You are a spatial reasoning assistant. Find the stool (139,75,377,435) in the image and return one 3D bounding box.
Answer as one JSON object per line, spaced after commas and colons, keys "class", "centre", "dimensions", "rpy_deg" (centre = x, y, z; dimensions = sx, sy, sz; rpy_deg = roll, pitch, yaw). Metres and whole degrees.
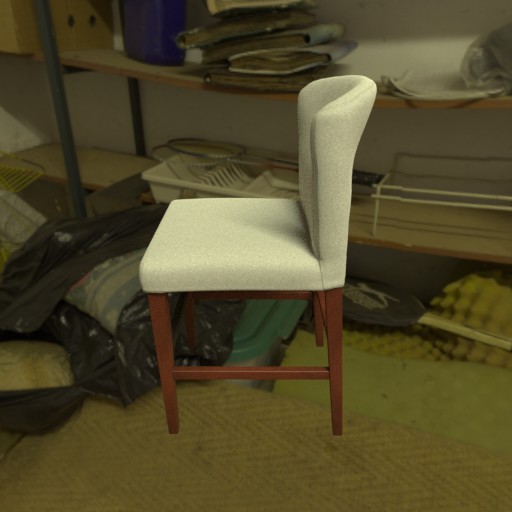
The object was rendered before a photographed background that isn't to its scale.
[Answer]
{"class": "stool", "centre": [0.000, 0.000, 1.288], "dimensions": [0.568, 0.968, 0.479], "rpy_deg": [0, 27, 0]}
